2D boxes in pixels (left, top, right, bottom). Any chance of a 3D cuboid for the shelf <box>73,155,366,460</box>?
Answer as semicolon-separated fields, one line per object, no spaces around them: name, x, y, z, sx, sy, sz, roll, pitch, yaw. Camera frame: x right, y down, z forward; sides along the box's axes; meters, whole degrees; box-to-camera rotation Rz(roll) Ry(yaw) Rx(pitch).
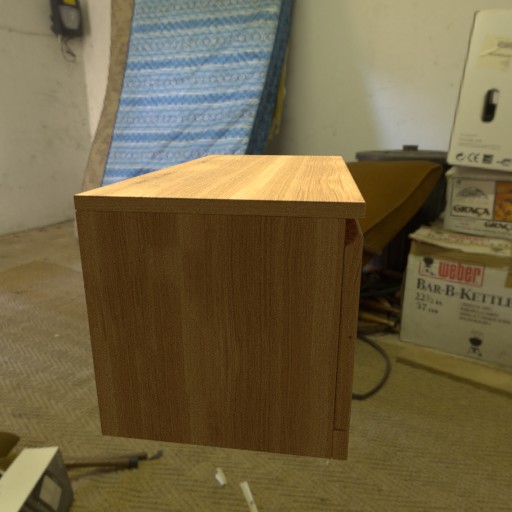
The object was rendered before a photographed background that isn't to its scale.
shelf;0.000;0.000;1.027;0.400;0.400;0.800;2;17;8
